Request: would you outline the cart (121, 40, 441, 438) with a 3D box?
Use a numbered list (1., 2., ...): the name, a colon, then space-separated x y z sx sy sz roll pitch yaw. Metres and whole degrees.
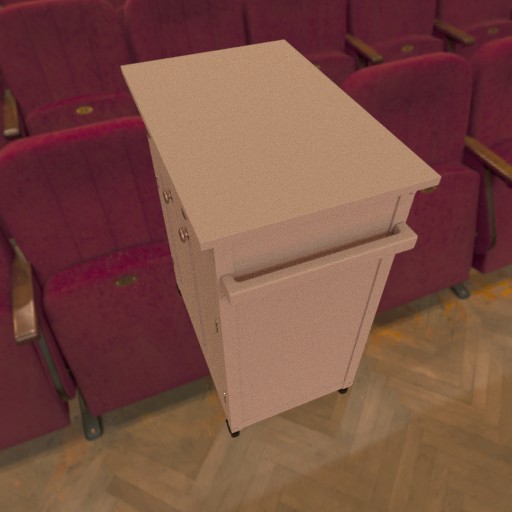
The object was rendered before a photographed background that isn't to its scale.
1. cart: 0.000 0.000 1.241 0.442 0.864 0.683 -16 49 -15
